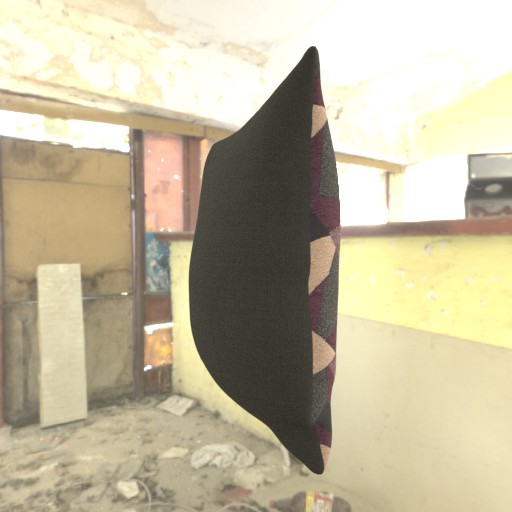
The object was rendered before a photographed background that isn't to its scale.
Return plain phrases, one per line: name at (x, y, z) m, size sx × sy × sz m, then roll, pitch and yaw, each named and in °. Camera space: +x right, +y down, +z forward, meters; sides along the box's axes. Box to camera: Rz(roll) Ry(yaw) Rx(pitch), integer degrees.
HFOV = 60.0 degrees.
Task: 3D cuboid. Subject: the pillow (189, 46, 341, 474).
pillow at (0.000, 0.000, 0.740) m, size 0.208 × 0.496 × 0.503 m, roll 0°, pitch 2°, yaw -19°
